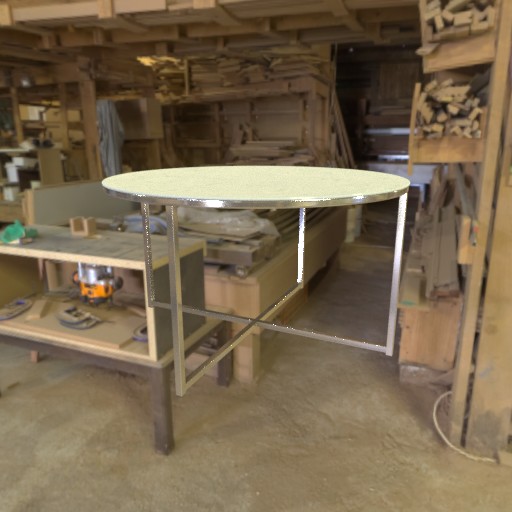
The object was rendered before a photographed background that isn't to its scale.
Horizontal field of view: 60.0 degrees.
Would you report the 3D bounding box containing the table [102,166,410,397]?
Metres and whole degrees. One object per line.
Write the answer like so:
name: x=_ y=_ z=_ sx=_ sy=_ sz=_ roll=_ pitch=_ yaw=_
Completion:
table: x=0.000 y=0.000 z=1.273 sx=0.800 sy=0.450 sz=0.800 roll=0 pitch=16 yaw=0
